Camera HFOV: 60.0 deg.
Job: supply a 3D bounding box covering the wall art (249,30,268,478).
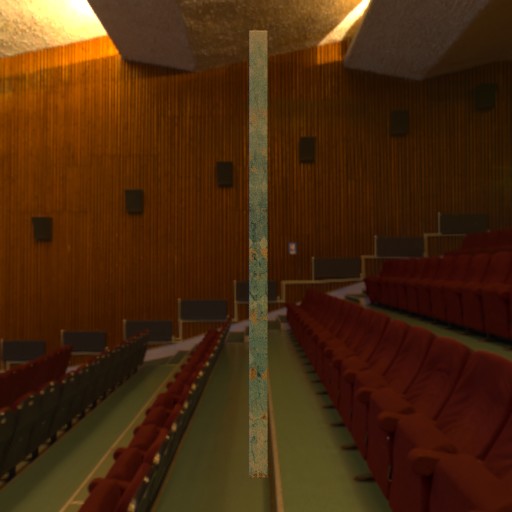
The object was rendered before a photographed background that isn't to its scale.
[{"bbox_3d":[0.000,0.000,1.364,0.040,0.916,0.916,0,-1,-1],"label":"wall art"}]
